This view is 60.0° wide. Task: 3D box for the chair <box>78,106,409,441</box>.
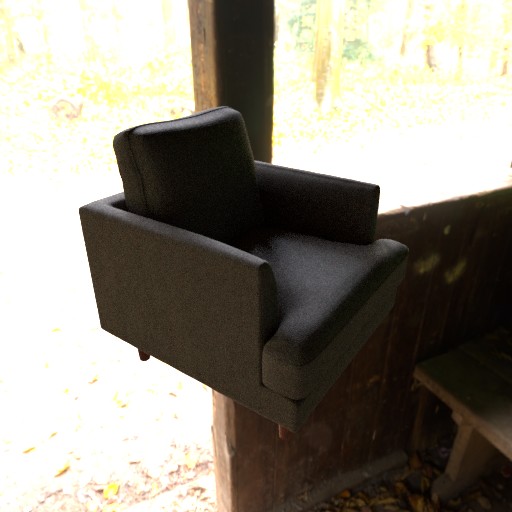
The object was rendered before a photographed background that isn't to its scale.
[{"bbox_3d":[0.000,0.000,1.639,0.899,0.957,0.858,18,32,31],"label":"chair"}]
